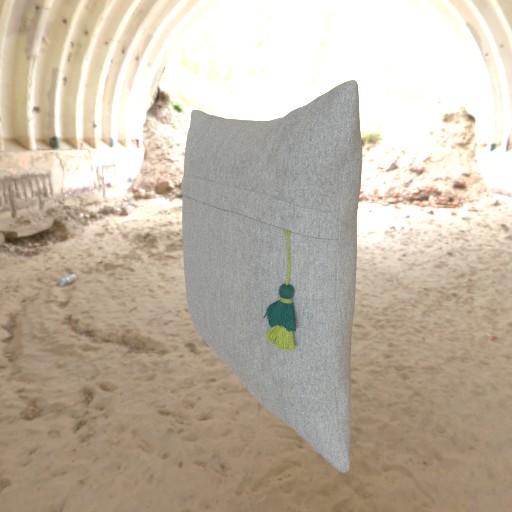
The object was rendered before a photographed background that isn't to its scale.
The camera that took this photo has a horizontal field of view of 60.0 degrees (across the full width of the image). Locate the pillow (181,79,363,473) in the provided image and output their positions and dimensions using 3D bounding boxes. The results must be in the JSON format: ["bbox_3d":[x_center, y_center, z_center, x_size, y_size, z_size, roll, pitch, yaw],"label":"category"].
[{"bbox_3d":[0.000,0.000,0.652,0.173,0.436,0.433,-7,16,-27],"label":"pillow"}]
